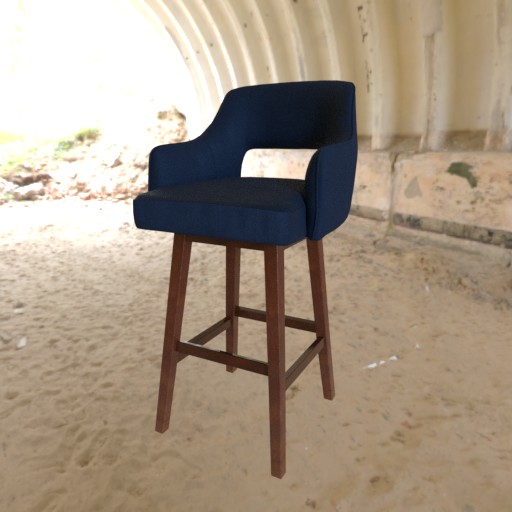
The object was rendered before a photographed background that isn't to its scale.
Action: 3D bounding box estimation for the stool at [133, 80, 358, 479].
[{"bbox_3d":[0.000,0.000,1.339,0.550,1.041,0.560,8,17,27],"label":"stool"}]
